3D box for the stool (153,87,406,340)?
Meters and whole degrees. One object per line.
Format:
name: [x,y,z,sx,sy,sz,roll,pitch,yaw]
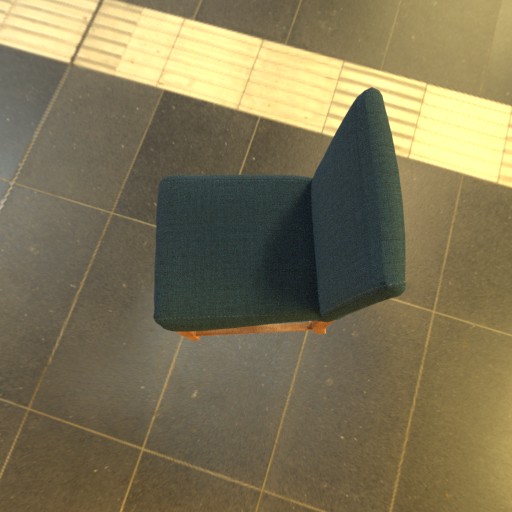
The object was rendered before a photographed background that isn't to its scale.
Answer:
stool: [0.000,0.000,1.351,0.567,1.039,0.454,-2,75,-1]
